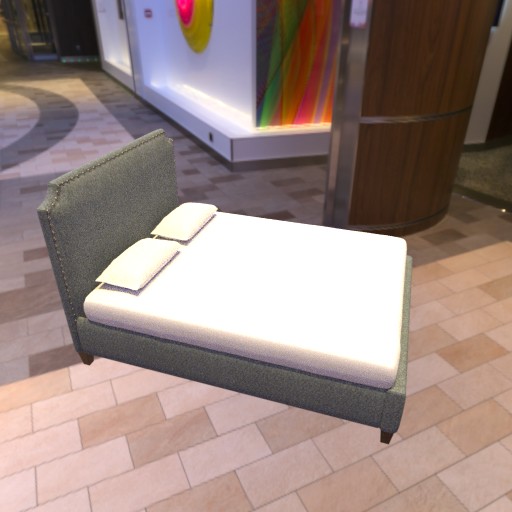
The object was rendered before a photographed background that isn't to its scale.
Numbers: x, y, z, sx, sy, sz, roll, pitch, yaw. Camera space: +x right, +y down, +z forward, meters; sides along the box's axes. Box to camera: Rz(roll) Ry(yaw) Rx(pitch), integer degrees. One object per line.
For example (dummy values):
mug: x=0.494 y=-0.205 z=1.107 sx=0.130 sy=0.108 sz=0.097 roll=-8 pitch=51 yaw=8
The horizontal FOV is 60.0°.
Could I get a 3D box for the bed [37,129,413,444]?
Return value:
bed: x=0.000 y=0.000 z=3.416 sx=2.372 sy=1.443 sz=1.712 roll=9 pitch=31 yaw=16
